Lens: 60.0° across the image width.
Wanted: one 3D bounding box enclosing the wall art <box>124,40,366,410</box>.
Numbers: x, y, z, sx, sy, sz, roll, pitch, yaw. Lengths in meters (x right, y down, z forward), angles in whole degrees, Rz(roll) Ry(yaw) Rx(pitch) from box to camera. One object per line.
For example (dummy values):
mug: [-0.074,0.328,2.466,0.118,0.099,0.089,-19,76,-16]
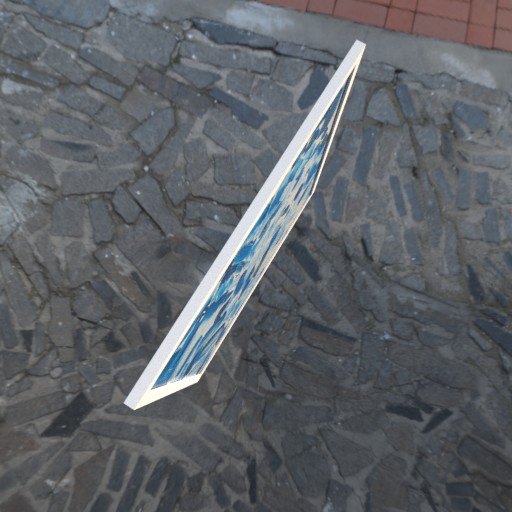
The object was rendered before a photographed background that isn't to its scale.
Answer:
wall art: [0.000,0.000,0.679,0.012,0.457,0.457,31,79,7]
